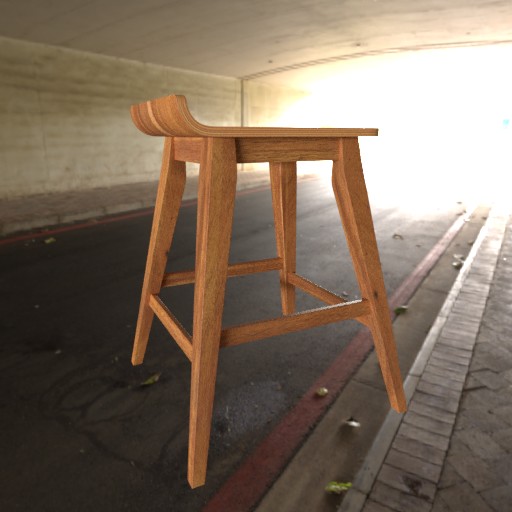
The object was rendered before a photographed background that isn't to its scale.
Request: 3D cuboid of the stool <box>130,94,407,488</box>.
[{"bbox_3d":[0.000,0.000,1.004,0.500,0.650,0.500,-8,17,-26],"label":"stool"}]
